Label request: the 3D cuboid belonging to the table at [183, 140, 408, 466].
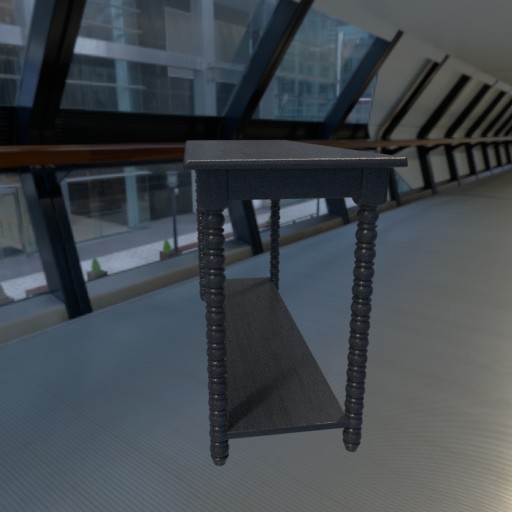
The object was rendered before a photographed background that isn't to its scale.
[{"bbox_3d":[0.000,0.000,1.523,0.459,0.735,1.184,-2,16,-8],"label":"table"}]
